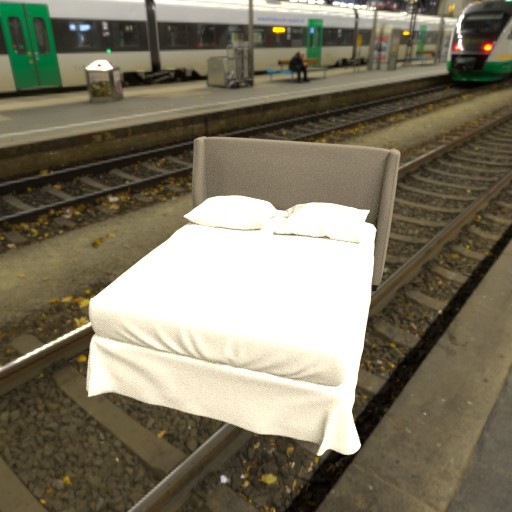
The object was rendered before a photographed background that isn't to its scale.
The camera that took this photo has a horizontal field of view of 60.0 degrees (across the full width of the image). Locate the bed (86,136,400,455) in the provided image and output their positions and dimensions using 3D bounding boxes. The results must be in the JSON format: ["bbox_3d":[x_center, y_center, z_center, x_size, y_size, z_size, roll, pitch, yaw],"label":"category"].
[{"bbox_3d":[0.000,0.000,3.426,1.925,1.332,2.276,8,27,16],"label":"bed"}]
